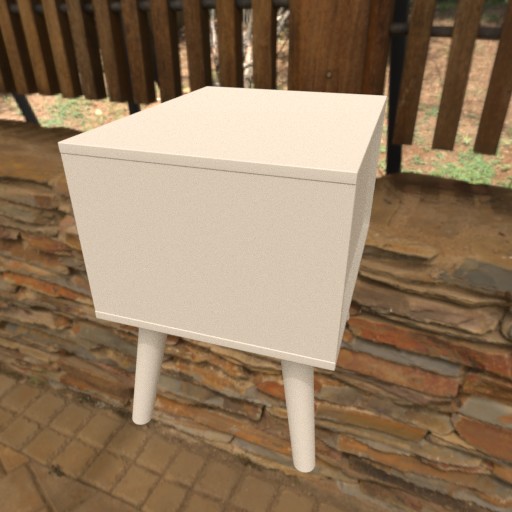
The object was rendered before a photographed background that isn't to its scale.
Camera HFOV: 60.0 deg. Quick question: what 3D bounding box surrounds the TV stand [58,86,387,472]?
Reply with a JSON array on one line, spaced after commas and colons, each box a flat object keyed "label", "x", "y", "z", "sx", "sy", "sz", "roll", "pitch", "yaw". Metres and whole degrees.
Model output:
[{"label": "TV stand", "x": 0.000, "y": 0.000, "z": 0.898, "sx": 0.405, "sy": 0.559, "sz": 0.508, "roll": 9, "pitch": 31, "yaw": 16}]
